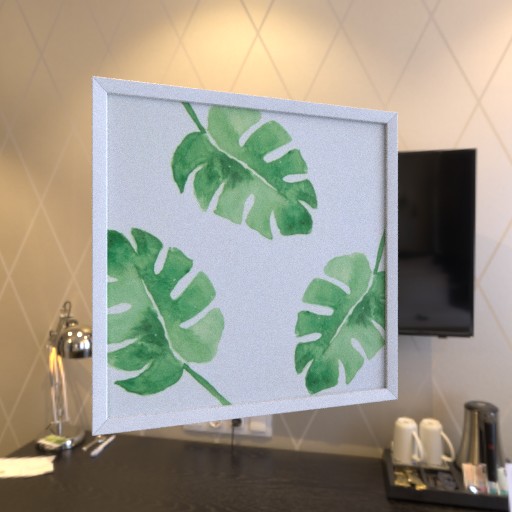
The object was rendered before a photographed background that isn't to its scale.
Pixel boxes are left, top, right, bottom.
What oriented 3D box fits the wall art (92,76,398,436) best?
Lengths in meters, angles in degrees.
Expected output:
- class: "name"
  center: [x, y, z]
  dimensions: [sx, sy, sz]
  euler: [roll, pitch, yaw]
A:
- class: "wall art"
  center: [0.000, 0.000, 0.441]
  dimensions: [0.305, 0.305, 0.038]
  euler: [0, 0, -18]
